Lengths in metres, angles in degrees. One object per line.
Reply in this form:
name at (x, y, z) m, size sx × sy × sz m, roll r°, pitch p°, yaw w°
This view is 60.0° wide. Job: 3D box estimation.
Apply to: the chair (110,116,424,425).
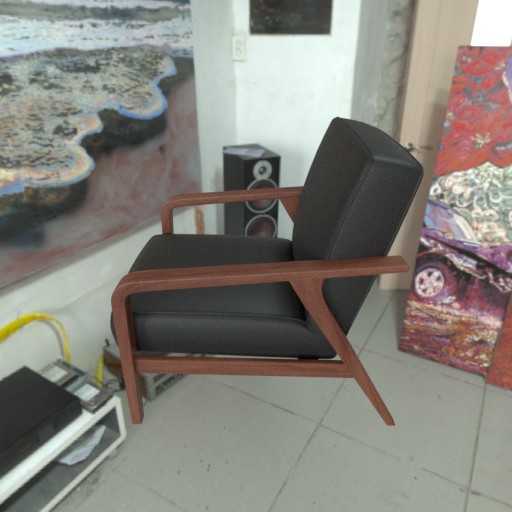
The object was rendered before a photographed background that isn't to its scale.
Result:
chair at (0.000, 0.000, 1.523) m, size 0.889 × 0.861 × 0.719 m, roll 0°, pitch 26°, yaw 1°
